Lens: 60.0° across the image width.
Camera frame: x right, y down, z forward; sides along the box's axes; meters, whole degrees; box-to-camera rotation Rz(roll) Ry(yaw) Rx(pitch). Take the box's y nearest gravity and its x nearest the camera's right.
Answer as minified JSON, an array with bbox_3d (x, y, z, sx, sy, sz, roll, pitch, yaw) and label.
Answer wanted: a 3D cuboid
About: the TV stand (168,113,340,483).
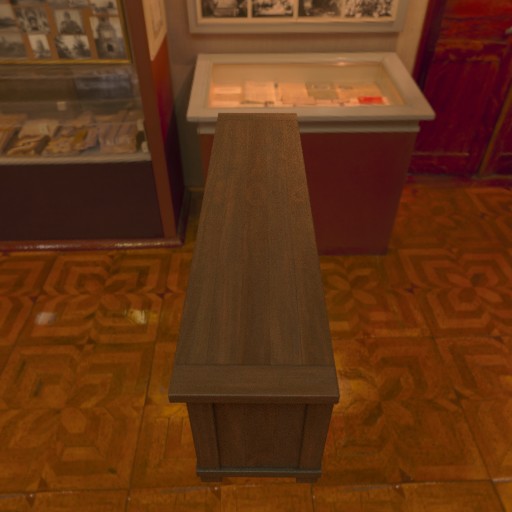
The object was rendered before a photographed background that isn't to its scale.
[{"bbox_3d":[0.000,0.000,2.088,0.471,0.615,1.866,0,41,0],"label":"TV stand"}]
